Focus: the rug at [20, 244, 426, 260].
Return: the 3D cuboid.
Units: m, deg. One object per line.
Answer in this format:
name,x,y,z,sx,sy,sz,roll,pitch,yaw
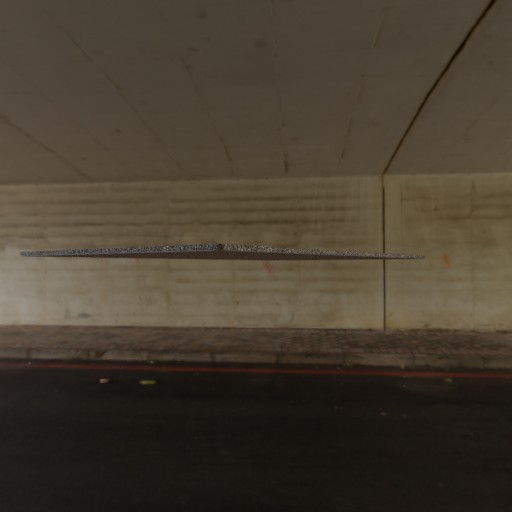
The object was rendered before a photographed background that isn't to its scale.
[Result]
rug,0.000,0.000,2.922,1.502,0.025,2.350,-1,-2,37
